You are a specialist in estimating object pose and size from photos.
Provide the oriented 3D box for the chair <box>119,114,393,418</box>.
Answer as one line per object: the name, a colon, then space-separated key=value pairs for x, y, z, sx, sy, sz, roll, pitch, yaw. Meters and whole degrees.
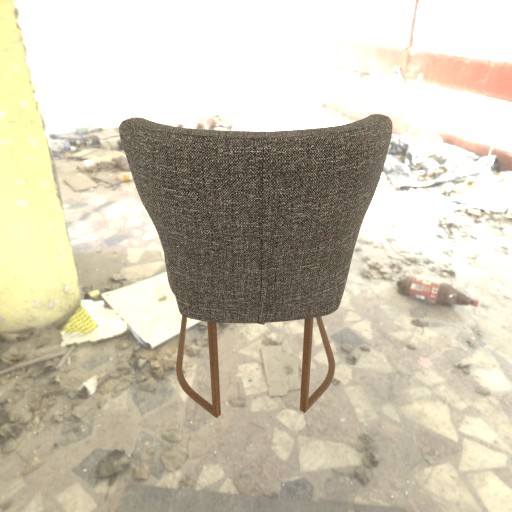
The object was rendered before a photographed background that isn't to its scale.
chair: x=0.000 y=0.000 z=1.246 sx=0.611 sy=0.824 sz=0.617 roll=-2 pitch=30 yaw=-3
